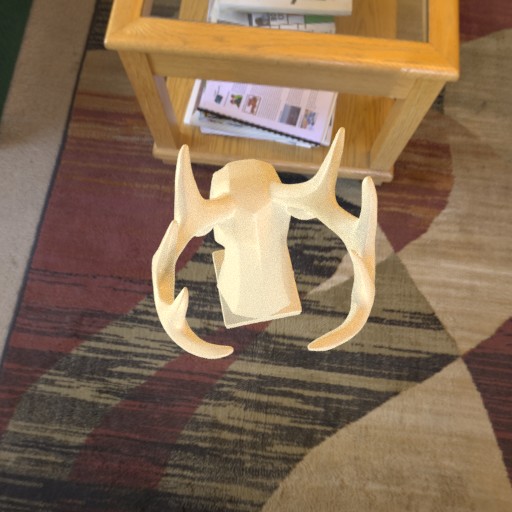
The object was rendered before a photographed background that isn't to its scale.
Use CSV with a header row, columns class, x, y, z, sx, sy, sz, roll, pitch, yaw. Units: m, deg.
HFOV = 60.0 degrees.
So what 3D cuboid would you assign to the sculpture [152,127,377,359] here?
class,x,y,z,sx,sy,sz,roll,pitch,yaw
sculpture,0.000,0.000,0.462,0.174,0.329,0.224,-11,75,-3
